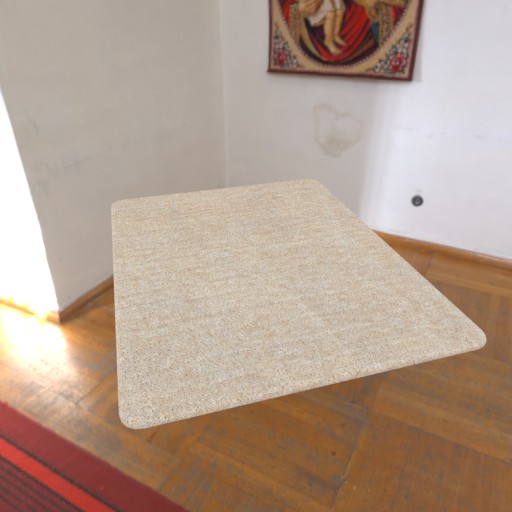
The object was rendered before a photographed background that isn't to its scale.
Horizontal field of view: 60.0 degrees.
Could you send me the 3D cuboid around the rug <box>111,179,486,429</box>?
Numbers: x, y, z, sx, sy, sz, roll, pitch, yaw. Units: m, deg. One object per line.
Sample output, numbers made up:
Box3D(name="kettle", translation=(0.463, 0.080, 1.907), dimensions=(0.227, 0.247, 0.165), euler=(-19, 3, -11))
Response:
Box3D(name="rug", translation=(0.000, 0.000, 3.246), dimensions=(2.009, 0.048, 2.528), euler=(-9, 33, -14))
